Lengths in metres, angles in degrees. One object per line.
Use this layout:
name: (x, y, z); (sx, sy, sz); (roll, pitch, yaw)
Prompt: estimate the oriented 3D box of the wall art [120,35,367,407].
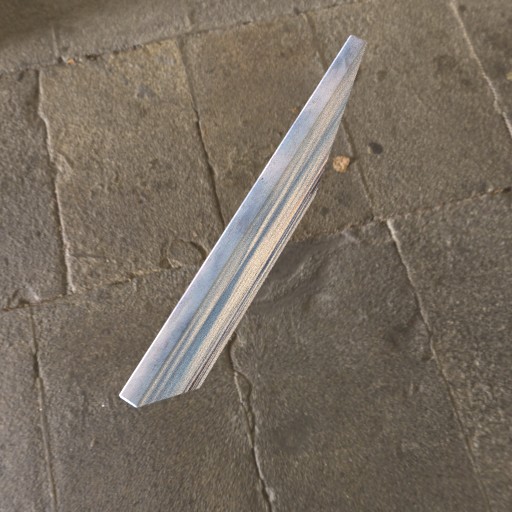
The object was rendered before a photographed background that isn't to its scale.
wall art: (0.000, 0.000, 1.100); (0.035, 0.747, 0.747); (30, 78, 7)
